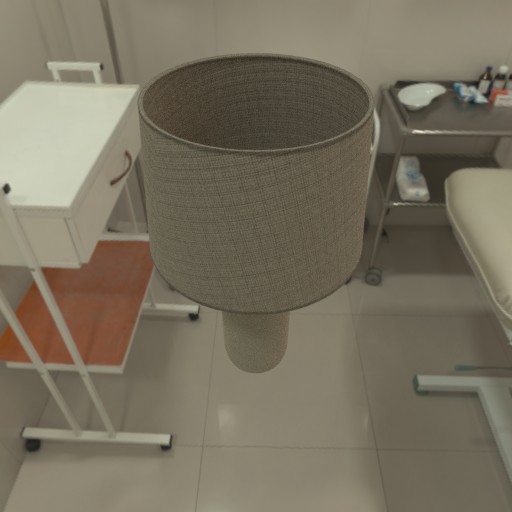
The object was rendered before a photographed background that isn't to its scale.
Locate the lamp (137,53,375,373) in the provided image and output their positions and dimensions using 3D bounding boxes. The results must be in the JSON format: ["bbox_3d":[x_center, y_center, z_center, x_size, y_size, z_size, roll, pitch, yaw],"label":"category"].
[{"bbox_3d":[0.000,0.000,0.814,0.367,0.609,0.367,0,43,0],"label":"lamp"}]
